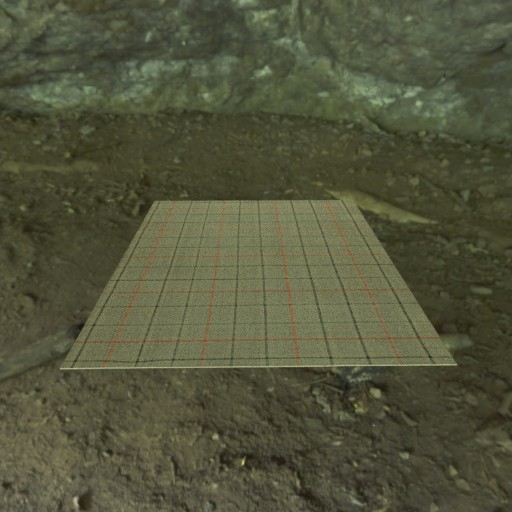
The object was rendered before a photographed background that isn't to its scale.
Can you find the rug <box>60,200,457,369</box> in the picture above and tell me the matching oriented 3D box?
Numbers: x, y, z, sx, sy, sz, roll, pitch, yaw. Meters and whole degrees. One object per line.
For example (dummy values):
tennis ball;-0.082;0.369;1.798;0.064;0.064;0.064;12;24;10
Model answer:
rug;0.000;0.000;4.083;2.444;0.012;3.048;0;27;-1
